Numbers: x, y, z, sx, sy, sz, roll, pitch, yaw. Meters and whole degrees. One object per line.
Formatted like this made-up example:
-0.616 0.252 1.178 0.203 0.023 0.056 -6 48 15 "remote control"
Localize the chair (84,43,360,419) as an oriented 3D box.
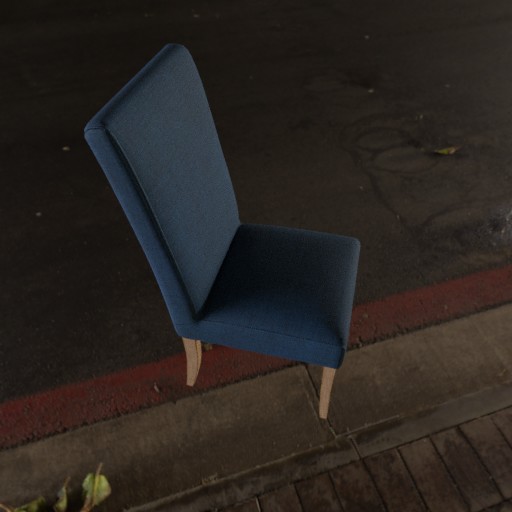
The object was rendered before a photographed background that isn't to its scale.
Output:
0.000 0.000 1.324 0.610 1.029 0.450 11 47 10 "chair"
